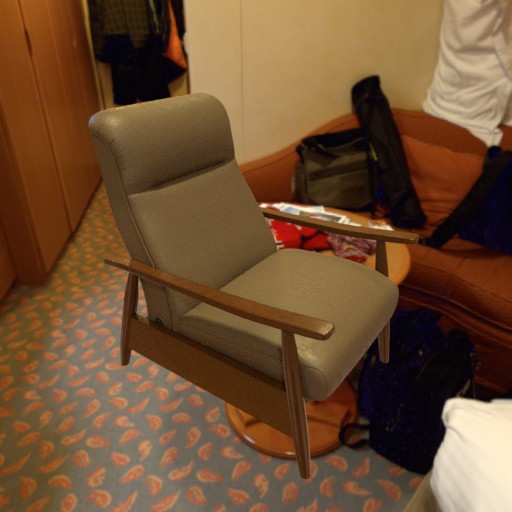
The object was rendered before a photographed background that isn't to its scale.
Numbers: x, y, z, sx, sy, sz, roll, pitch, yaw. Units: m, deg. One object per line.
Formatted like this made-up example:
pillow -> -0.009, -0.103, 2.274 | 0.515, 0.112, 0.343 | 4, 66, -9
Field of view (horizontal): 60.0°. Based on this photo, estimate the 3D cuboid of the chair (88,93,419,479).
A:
chair -> 0.000, 0.000, 1.734 | 1.014, 1.082, 0.762 | 19, 34, 31
